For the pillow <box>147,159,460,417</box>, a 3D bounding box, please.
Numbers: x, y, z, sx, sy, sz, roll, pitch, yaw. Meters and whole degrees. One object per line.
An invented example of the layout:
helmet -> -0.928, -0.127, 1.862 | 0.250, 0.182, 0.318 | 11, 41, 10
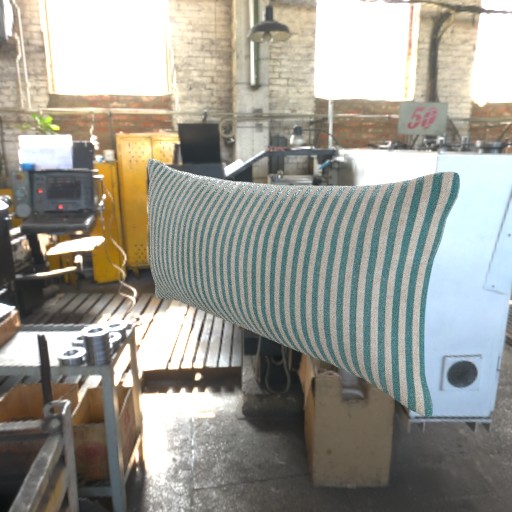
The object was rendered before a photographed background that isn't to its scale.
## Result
pillow -> 0.000, 0.000, 0.716 | 0.151, 0.295, 0.617 | -13, 19, -43
